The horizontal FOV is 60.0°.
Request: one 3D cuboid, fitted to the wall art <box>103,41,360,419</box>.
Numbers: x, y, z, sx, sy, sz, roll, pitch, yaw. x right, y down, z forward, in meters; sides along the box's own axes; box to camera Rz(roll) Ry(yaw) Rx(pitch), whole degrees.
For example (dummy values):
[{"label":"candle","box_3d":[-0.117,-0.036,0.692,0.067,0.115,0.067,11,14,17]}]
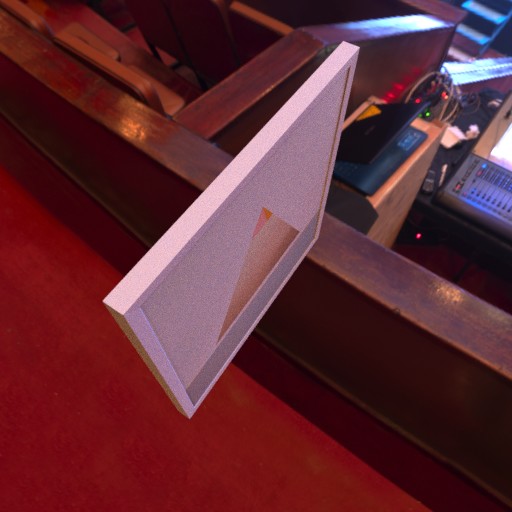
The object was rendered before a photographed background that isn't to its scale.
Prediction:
[{"label":"wall art","box_3d":[0.000,0.000,1.148,0.041,0.765,0.768,30,63,17]}]
